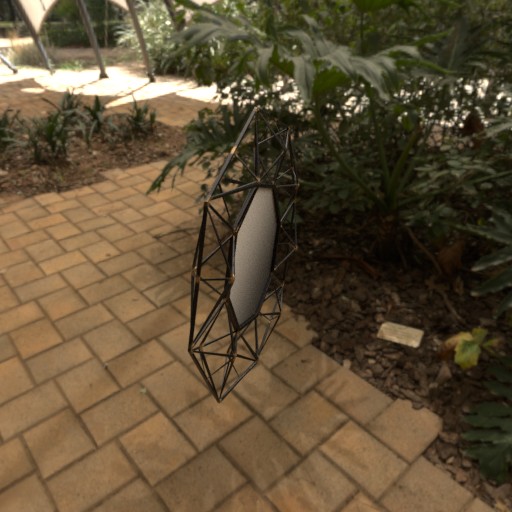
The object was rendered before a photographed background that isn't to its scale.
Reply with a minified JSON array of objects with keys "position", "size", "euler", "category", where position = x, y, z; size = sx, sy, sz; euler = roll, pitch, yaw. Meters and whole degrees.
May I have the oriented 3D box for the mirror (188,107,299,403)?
[{"position":[0.000,0.000,1.088],"size":[0.094,0.710,0.710],"euler":[11,33,17],"category":"mirror"}]
